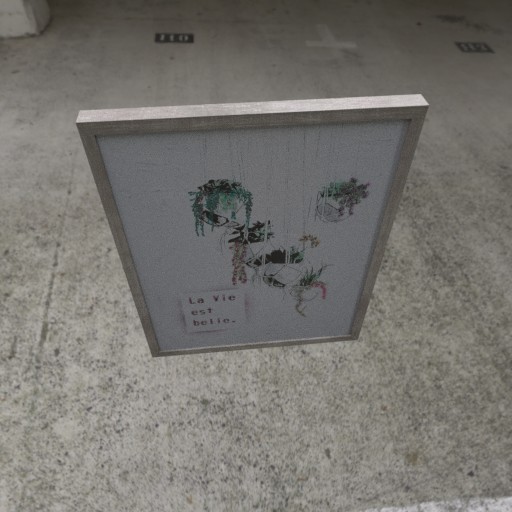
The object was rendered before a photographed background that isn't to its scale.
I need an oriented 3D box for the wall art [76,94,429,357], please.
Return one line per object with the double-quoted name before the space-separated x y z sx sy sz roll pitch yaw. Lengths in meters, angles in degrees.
"wall art" 0.000 0.000 0.725 0.421 0.521 0.032 -4 47 -4
